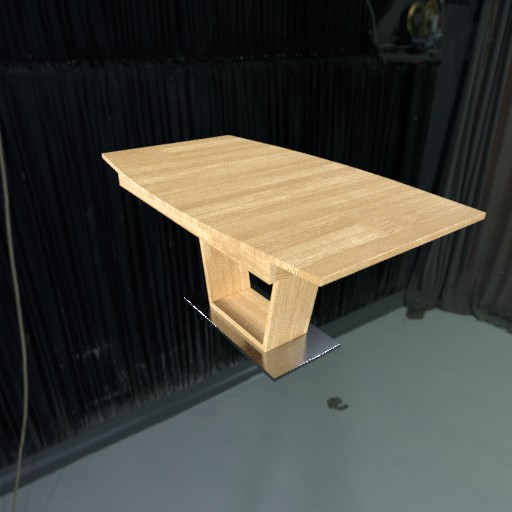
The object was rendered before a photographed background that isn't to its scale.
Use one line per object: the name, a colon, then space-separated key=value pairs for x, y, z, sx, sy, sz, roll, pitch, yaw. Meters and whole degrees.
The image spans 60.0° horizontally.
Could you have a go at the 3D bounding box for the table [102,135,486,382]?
table: x=0.000 y=0.000 z=2.049 sx=0.900 sy=0.748 sz=1.598 roll=-18 pitch=32 yaw=-32
